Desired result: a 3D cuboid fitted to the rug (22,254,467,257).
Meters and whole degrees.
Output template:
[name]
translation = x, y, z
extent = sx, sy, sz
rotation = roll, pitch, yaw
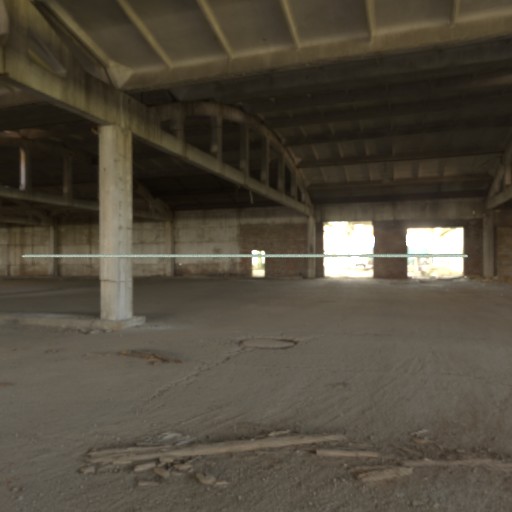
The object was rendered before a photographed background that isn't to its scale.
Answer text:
[rug]
translation = 0.000, 0.000, 2.301
extent = 1.840, 0.012, 1.219
rotation = 0, 0, 18
